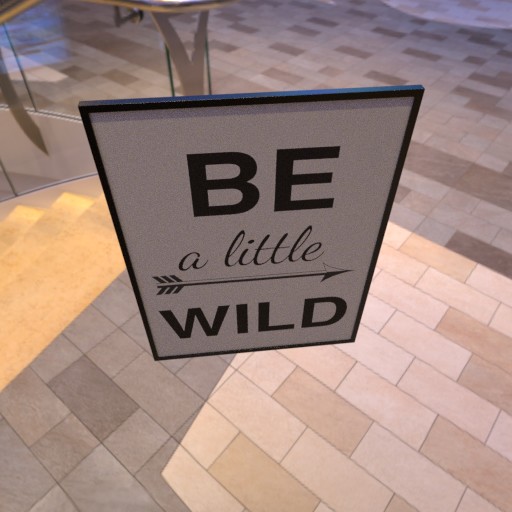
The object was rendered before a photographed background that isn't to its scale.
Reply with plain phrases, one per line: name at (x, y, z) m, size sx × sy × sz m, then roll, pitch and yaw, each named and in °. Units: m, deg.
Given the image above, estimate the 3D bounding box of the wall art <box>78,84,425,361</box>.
wall art at (0.000, 0.000, 0.772) m, size 0.442 × 0.582 × 0.013 m, roll -4°, pitch 45°, yaw -4°
